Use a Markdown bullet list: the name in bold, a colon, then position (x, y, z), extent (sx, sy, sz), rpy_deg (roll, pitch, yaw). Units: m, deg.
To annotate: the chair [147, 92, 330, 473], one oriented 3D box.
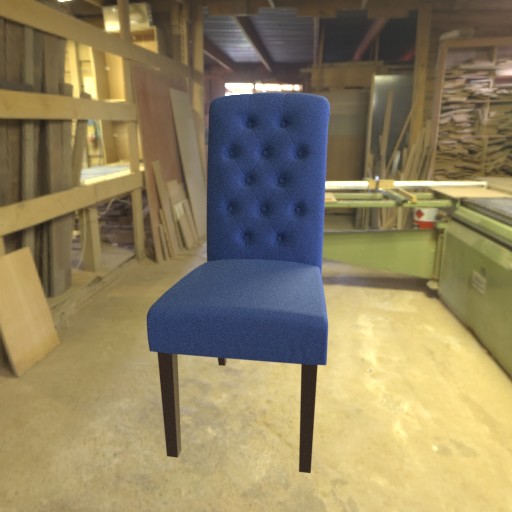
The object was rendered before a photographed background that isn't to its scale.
- **chair**: position (0.000, 0.000, 1.381), extent (0.456, 1.006, 0.671), rpy_deg (2, 15, 9)
